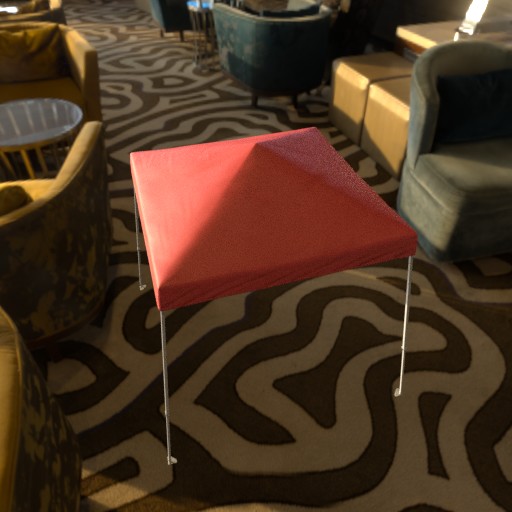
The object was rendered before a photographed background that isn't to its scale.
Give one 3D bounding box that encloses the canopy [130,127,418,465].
[{"bbox_3d":[0.000,0.000,6.542,3.600,3.600,3.599,-12,42,-13],"label":"canopy"}]
